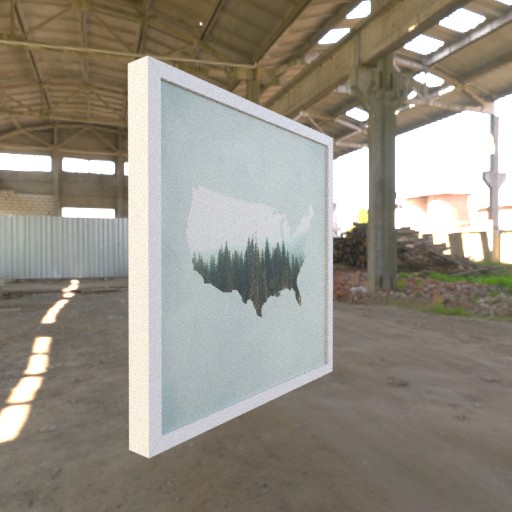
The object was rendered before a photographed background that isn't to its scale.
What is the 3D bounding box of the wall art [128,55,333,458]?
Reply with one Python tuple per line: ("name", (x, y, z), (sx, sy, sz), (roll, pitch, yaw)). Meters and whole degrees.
("wall art", (0.000, 0.000, 0.464), (0.024, 0.304, 0.304), (0, 1, 37))
